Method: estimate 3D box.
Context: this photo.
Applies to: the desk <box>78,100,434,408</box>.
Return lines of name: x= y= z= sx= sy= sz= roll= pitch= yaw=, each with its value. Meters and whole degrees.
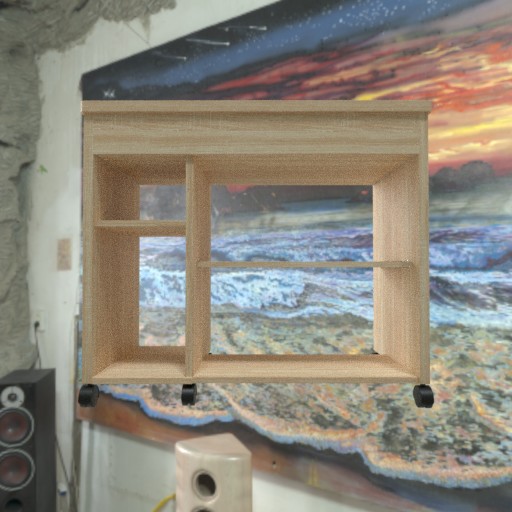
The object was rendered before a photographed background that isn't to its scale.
desk: x=0.000 y=0.000 z=1.330 sx=0.884 sy=0.770 sz=0.480 roll=0 pitch=-1 yaw=0
